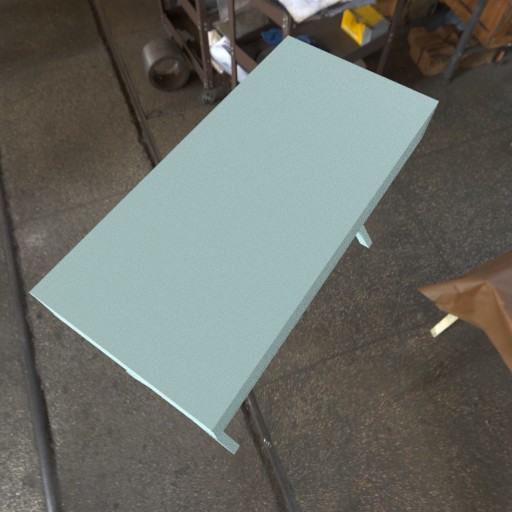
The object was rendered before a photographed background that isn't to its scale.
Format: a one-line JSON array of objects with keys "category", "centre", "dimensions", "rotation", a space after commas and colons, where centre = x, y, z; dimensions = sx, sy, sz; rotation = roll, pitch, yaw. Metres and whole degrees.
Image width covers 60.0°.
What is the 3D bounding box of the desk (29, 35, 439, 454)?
[{"category": "desk", "centre": [0.000, 0.000, 1.459], "dimensions": [0.525, 0.780, 1.057], "rotation": [31, 66, 15]}]
